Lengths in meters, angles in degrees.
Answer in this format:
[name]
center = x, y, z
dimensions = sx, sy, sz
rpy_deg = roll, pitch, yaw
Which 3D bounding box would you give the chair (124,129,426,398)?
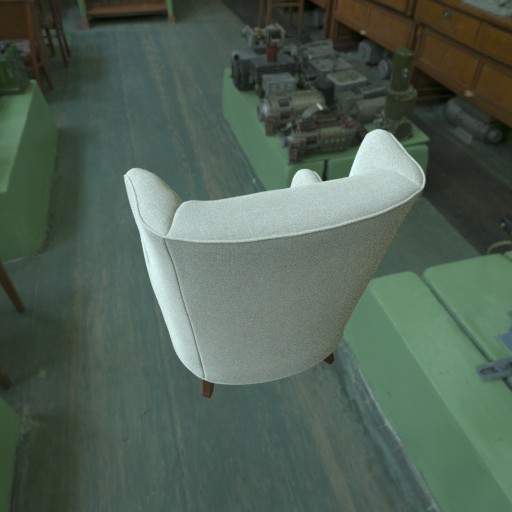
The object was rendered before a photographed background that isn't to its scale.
[chair]
center = 0.000, 0.000, 1.722
dimensions = 0.838, 1.040, 0.966
rpy_deg = -12, 43, -13
